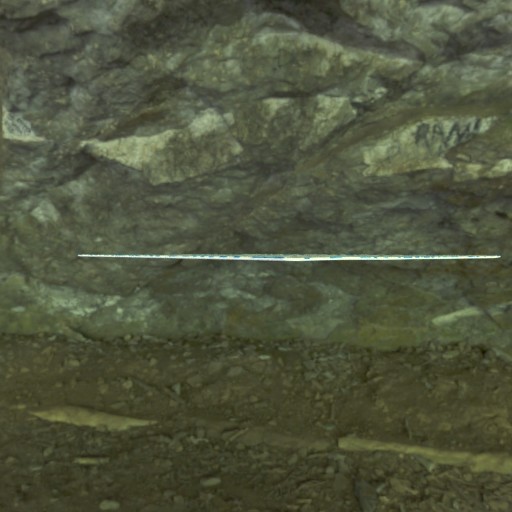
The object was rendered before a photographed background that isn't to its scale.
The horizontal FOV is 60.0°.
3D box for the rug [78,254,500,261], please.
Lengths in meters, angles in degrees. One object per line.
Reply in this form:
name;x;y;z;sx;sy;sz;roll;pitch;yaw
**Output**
rug;0.000;0.000;2.213;1.209;0.011;1.830;0;1;-37
